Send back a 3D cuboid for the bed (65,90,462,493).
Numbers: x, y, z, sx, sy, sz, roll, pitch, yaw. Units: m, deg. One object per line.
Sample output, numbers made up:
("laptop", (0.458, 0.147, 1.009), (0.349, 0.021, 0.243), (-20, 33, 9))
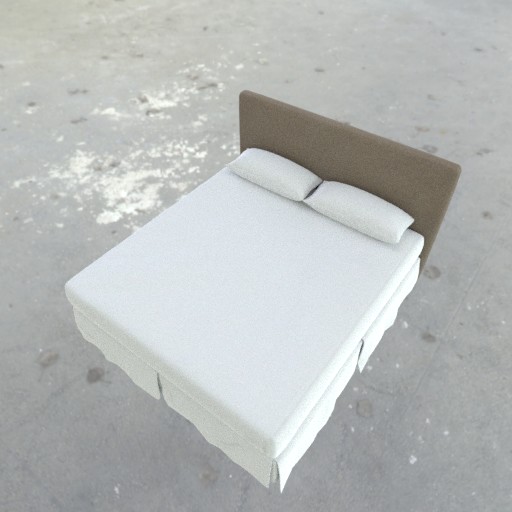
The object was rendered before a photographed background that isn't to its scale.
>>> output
("bed", (0.000, 0.000, 3.487), (2.119, 1.317, 2.341), (29, 52, 25))
